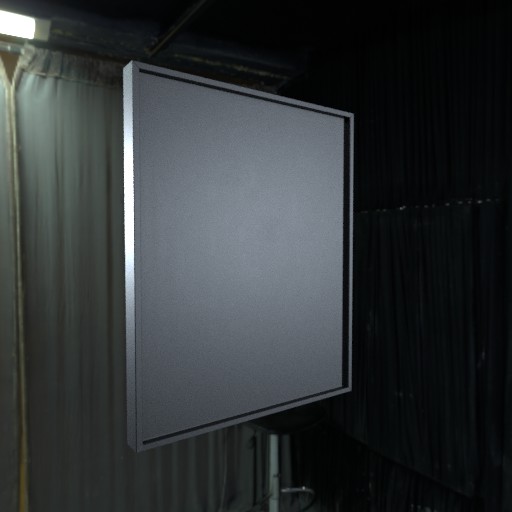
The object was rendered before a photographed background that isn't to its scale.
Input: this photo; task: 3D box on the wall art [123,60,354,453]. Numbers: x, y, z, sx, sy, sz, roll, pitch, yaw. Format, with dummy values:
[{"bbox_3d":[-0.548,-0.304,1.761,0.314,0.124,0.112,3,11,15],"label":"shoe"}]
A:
[{"bbox_3d":[0.000,0.000,0.771,0.449,0.555,0.039,-2,3,-36],"label":"wall art"}]
